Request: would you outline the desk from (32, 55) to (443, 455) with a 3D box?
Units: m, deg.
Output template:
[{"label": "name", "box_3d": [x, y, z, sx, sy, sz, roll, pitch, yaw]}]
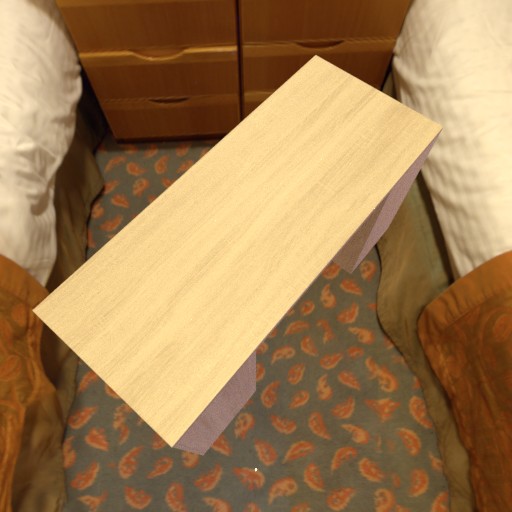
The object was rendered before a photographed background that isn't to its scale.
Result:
[{"label": "desk", "box_3d": [0.000, 0.000, 1.781, 0.600, 0.740, 1.390, 37, 70, 16]}]
